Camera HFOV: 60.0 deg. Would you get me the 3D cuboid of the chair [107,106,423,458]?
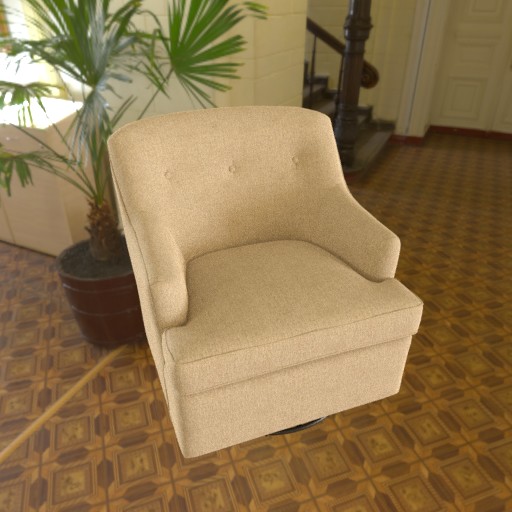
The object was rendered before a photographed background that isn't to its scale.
[{"bbox_3d":[0.000,0.000,1.577,0.864,0.856,0.923,-10,32,-17],"label":"chair"}]
